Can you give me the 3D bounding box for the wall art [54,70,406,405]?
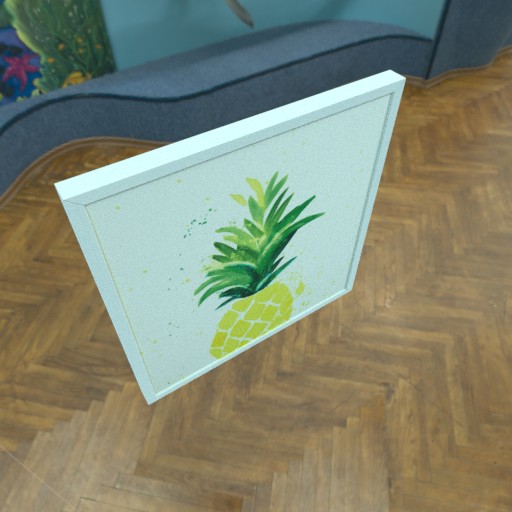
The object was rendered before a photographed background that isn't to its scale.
[{"bbox_3d":[0.000,0.000,0.459,0.307,0.307,0.020,-26,52,-22],"label":"wall art"}]
